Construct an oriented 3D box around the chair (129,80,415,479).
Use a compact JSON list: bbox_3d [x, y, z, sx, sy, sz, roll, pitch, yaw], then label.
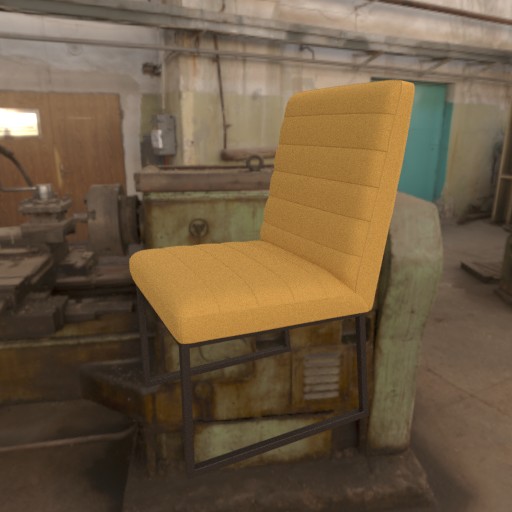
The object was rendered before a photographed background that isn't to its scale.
[{"bbox_3d":[0.000,0.000,1.268,0.634,0.930,0.520,-8,18,-25],"label":"chair"}]
